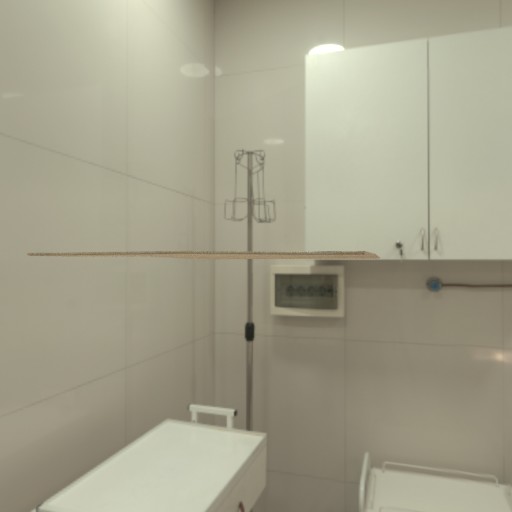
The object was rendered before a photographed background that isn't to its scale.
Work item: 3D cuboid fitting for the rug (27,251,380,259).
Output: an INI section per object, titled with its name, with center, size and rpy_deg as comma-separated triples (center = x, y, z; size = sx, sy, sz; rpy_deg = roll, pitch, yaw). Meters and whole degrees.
[rug]
center = 0.000, 0.000, 3.005
size = 1.574, 0.029, 2.346
rpy_deg = 0, -1, 17
